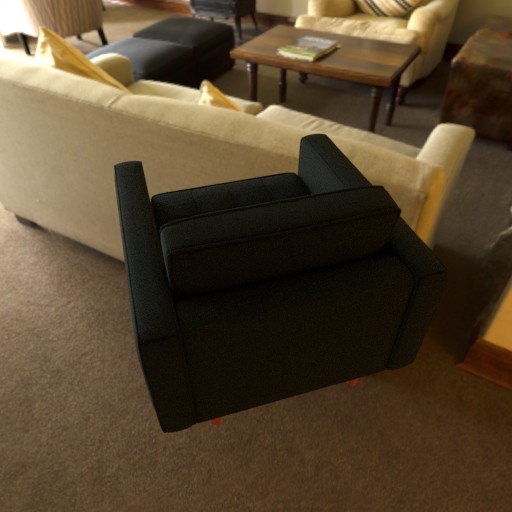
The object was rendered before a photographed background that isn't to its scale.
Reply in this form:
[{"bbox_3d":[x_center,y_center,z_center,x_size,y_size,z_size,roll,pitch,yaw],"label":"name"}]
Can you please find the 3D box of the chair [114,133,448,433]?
[{"bbox_3d":[0.000,0.000,1.615,0.899,0.770,0.920,-12,43,-13],"label":"chair"}]
